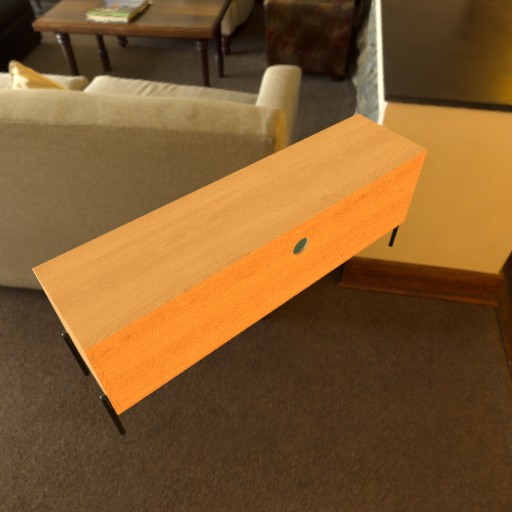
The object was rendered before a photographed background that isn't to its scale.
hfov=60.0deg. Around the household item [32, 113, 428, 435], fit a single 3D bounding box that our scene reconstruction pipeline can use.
[{"bbox_3d":[0.000,0.000,1.829,1.550,0.600,0.400,-31,54,-26],"label":"household item"}]
